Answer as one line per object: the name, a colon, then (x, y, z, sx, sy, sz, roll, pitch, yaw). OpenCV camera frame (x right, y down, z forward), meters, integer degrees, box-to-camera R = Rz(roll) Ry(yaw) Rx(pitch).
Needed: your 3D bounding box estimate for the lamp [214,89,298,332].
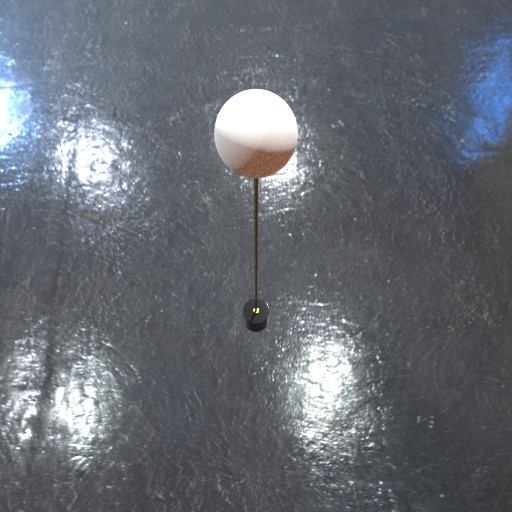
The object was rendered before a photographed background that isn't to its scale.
lamp: (0.000, 0.000, 1.894, 0.229, 1.748, 0.229, -2, 64, -1)
